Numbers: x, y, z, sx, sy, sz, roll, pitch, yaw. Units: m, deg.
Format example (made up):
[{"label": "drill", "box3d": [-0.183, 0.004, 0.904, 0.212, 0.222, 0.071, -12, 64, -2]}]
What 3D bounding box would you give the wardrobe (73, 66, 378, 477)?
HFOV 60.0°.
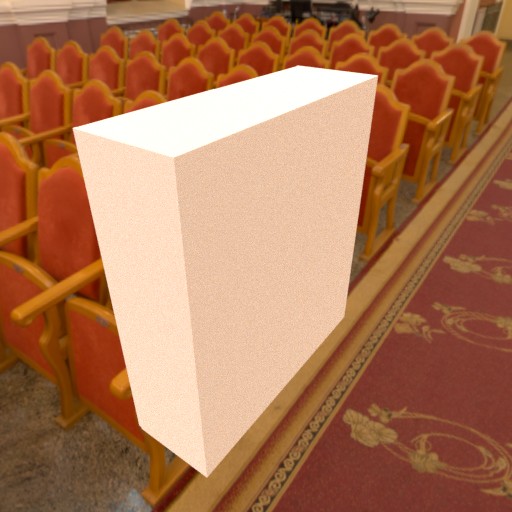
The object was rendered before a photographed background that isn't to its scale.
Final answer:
[{"label": "wardrobe", "box3d": [0.000, 0.000, 2.908, 0.600, 2.020, 1.830, 21, 38, 30]}]
